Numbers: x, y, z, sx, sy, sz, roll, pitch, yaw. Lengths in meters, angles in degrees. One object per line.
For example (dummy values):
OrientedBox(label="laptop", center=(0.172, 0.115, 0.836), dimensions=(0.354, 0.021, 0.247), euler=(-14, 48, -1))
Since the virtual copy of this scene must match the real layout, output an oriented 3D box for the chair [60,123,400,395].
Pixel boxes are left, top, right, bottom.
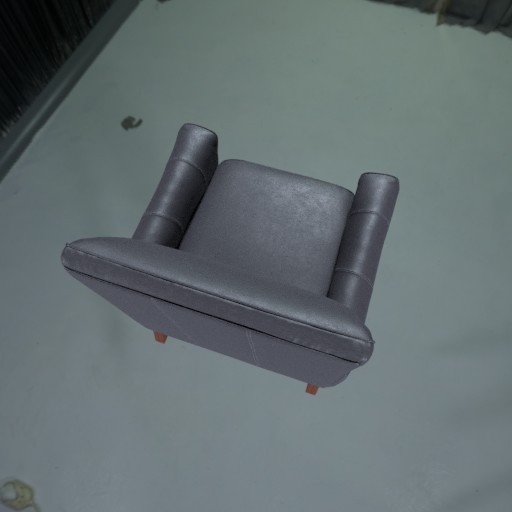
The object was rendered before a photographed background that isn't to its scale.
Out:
OrientedBox(label="chair", center=(0.000, 0.000, 1.647), dimensions=(0.870, 0.943, 0.825), euler=(17, 64, 8))
